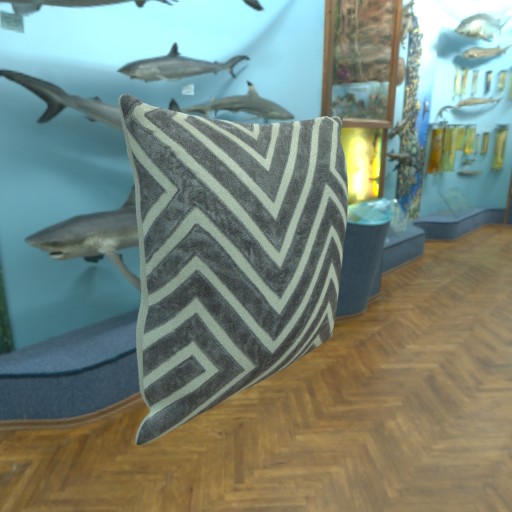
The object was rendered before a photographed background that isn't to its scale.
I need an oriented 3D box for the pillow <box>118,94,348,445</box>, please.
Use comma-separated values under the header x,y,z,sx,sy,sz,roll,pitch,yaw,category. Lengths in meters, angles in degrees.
x,y,z,sx,sy,sz,roll,pitch,yaw,category
0.000,0.000,0.675,0.182,0.441,0.440,14,21,42,pillow
